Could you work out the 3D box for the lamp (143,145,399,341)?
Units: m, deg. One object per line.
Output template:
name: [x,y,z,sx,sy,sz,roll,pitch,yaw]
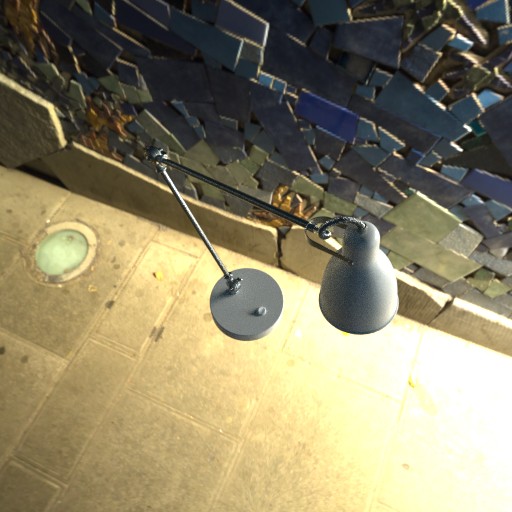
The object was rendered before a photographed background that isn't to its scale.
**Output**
lamp: [0.000,0.000,0.882,0.561,0.587,0.187,35,66,18]
